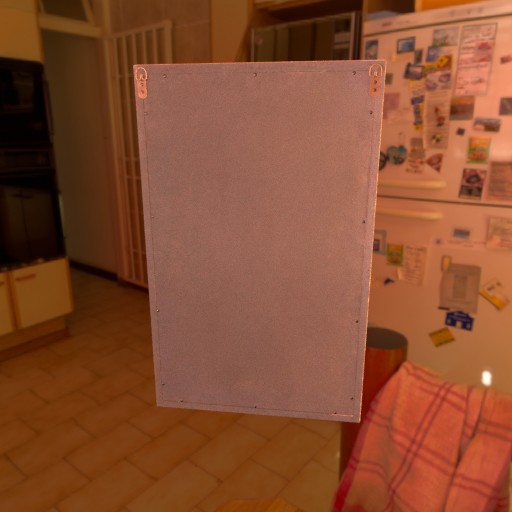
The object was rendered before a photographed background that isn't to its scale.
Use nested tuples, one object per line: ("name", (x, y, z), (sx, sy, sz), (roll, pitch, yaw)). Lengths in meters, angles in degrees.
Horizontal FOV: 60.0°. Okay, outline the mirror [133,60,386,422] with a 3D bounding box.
("mirror", (0.000, 0.000, 0.978), (0.495, 0.787, 0.058), (2, 16, 7))
